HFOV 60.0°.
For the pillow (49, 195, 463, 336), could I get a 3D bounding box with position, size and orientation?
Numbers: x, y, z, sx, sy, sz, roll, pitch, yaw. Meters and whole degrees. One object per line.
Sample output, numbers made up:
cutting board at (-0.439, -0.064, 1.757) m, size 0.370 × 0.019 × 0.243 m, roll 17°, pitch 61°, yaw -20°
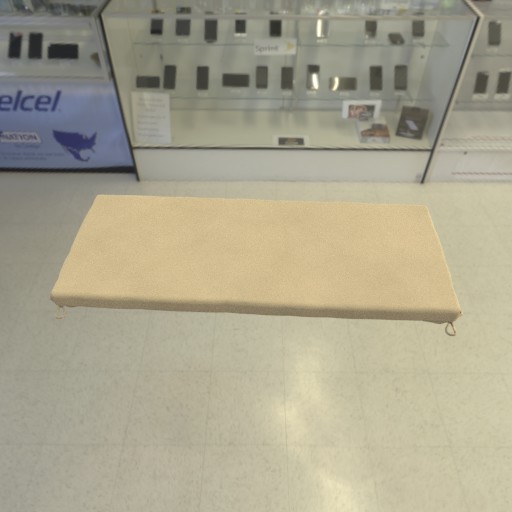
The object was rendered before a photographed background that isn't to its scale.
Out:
pillow at (0.000, 0.000, 1.381) m, size 1.187 × 0.081 × 0.492 m, roll 2°, pitch 46°, yaw 2°
